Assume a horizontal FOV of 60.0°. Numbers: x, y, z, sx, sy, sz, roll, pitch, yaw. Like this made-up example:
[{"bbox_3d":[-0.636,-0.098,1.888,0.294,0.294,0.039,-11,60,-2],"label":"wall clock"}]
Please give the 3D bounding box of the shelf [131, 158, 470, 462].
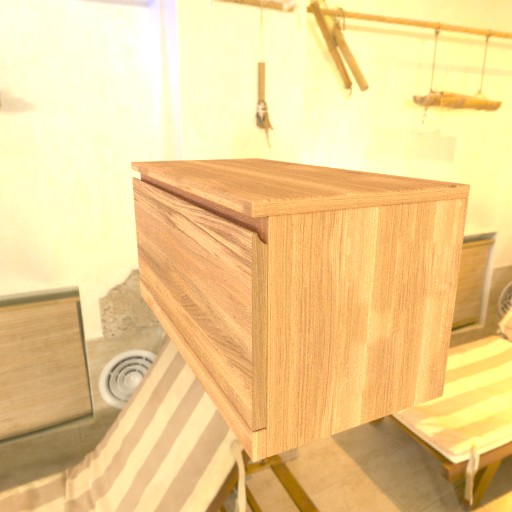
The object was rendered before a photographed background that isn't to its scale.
[{"bbox_3d":[0.000,0.000,1.048,0.400,0.400,0.800,-8,18,-25],"label":"shelf"}]
